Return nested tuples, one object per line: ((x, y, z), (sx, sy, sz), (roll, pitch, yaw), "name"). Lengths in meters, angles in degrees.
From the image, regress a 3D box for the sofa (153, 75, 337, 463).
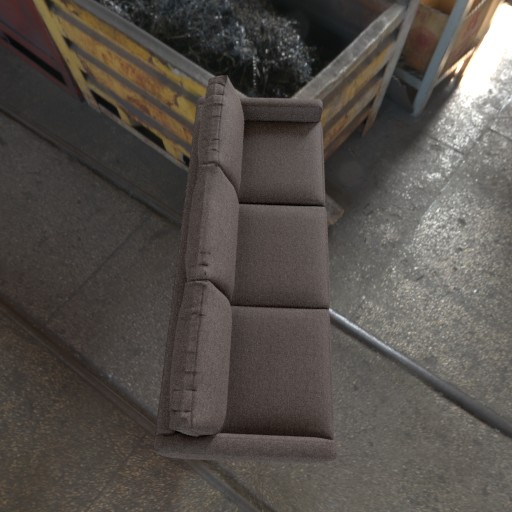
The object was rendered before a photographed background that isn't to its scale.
((0.000, 0.000, 2.678), (0.876, 0.882, 2.253), (2, 64, 1), "sofa")
